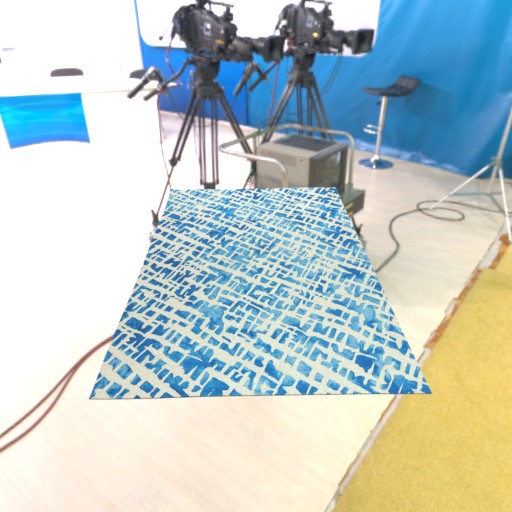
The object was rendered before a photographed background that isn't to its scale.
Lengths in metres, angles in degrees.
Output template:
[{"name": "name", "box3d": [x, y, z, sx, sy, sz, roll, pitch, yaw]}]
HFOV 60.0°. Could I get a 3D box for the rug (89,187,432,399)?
[{"name": "rug", "box3d": [0.000, 0.000, 3.015, 1.520, 0.011, 2.447, -1, 31, -1]}]
